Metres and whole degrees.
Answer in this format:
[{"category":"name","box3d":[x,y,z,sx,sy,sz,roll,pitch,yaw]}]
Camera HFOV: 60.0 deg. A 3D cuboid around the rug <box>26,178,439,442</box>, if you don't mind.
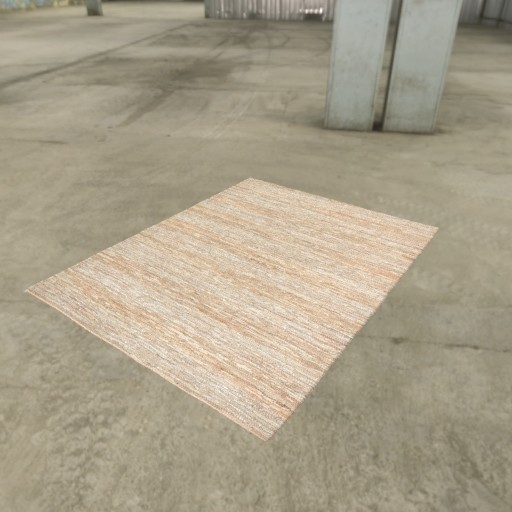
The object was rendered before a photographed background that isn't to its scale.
[{"category":"rug","box3d":[0.000,0.000,3.871,2.313,0.009,2.939,21,37,30]}]
